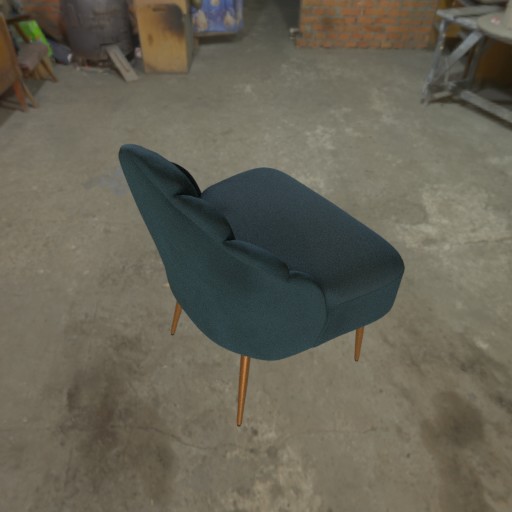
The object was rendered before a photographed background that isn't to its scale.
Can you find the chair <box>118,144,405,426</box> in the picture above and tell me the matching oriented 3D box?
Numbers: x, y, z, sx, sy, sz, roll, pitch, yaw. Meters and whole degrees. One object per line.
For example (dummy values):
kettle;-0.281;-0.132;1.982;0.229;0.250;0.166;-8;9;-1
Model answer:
chair;0.000;0.000;1.265;0.599;0.819;0.657;-25;47;-26
